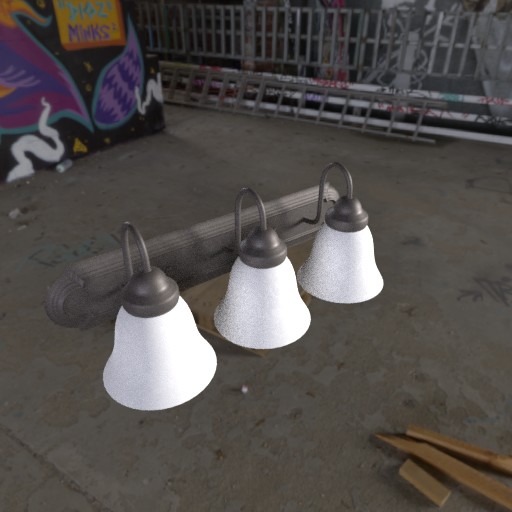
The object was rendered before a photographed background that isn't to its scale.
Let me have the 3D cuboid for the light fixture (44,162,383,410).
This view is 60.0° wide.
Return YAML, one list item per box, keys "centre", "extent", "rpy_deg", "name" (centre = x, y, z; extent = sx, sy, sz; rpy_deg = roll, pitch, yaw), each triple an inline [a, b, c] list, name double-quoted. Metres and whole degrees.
- centre: [0.000, 0.000, 0.714]
  extent: [0.610, 0.222, 0.199]
  rpy_deg: [-22, 37, -32]
  name: "light fixture"
